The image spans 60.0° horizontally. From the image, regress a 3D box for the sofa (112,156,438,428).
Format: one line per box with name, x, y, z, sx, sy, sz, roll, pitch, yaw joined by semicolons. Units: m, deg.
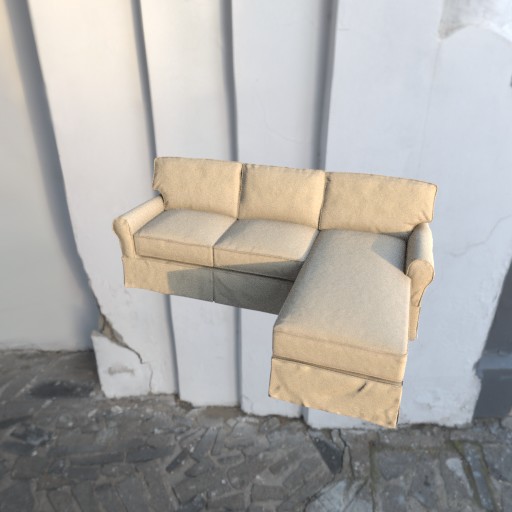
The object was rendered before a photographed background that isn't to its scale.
sofa;0.000;0.000;3.280;2.475;0.978;1.733;9;29;16
